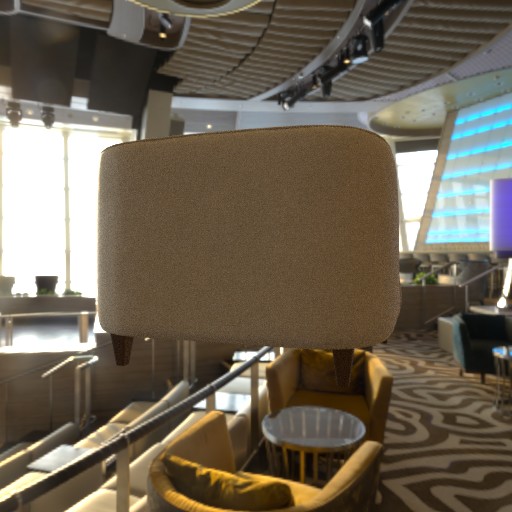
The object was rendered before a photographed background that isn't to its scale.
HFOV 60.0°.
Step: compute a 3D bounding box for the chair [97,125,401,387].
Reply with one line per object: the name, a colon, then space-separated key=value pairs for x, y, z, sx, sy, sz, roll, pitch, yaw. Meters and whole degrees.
chair: x=0.000 y=0.000 z=1.801 sx=1.118 sy=0.787 sz=0.914 roll=0 pitch=1 yaw=19
